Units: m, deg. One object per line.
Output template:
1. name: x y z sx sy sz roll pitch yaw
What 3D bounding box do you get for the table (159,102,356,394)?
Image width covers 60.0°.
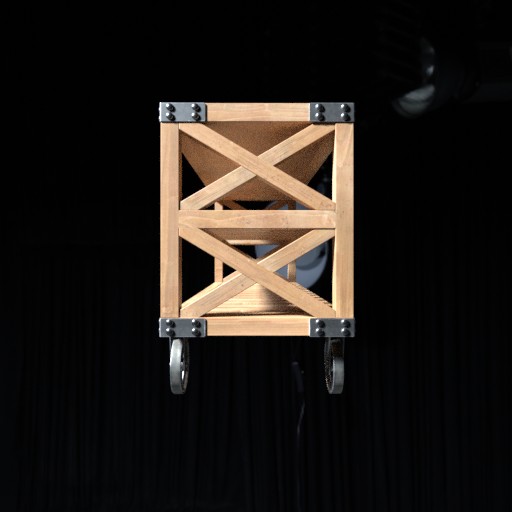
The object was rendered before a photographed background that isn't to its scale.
1. table: 0.000 0.000 1.768 0.467 0.711 1.487 0 0 0
